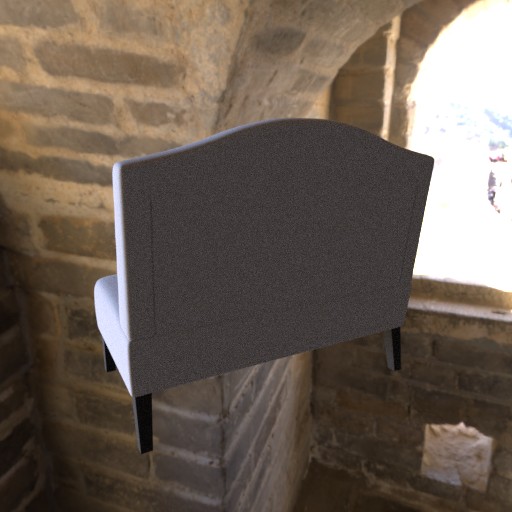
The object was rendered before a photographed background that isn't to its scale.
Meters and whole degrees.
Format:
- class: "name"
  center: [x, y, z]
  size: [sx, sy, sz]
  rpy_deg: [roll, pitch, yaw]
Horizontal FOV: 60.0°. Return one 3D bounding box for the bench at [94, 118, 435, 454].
- class: "bench"
  center: [0.000, 0.000, 2.028]
  size: [1.335, 1.180, 0.815]
  rpy_deg: [-8, 17, -27]
